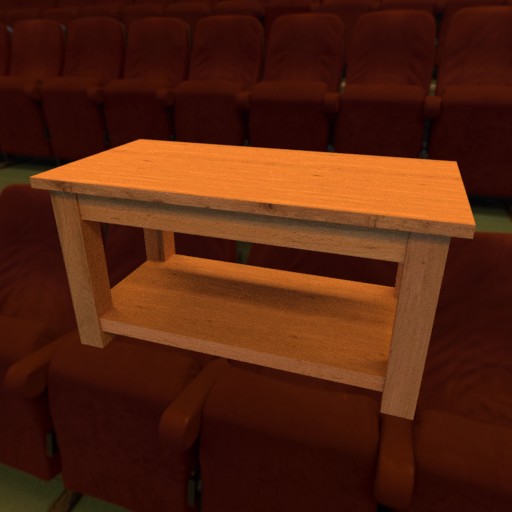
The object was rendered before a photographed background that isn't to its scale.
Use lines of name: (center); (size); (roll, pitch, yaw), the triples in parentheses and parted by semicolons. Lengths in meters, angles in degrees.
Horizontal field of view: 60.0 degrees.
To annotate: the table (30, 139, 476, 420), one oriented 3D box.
table: (0.000, 0.000, 1.134); (0.899, 0.452, 0.450); (8, 27, 17)
